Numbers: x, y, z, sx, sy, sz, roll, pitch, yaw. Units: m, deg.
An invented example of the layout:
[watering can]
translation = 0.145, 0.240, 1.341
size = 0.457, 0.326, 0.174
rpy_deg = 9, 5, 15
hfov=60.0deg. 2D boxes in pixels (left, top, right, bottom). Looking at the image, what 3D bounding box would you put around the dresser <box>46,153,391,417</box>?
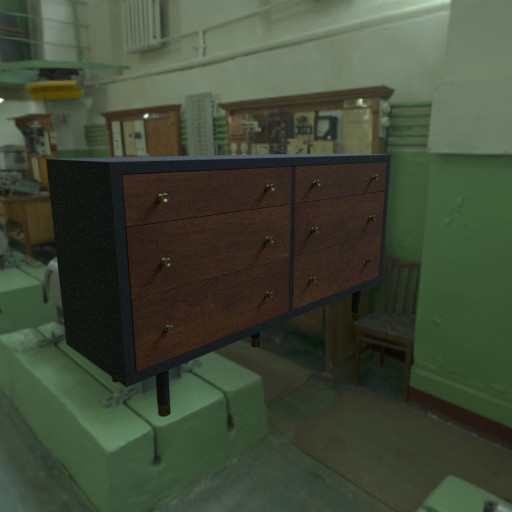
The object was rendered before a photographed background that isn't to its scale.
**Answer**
[dresser]
translation = 0.000, 0.000, 1.986
size = 0.463, 0.872, 1.558
rpy_deg = 13, 19, 43
